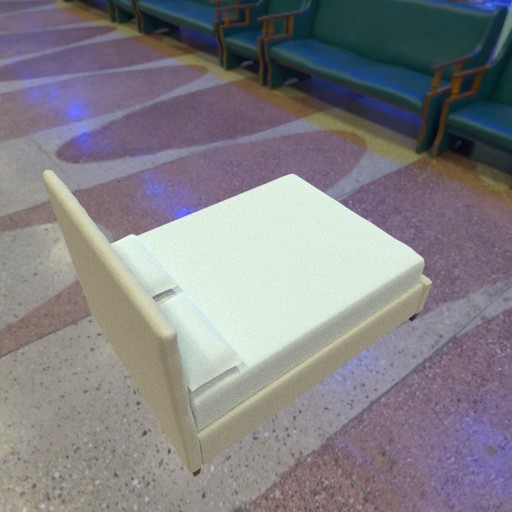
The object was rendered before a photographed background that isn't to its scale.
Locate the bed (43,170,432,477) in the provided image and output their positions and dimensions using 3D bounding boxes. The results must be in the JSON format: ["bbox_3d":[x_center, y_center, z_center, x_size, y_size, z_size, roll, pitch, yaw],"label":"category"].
[{"bbox_3d":[0.000,0.000,3.305,2.233,1.426,1.696,-26,48,-27],"label":"bed"}]
